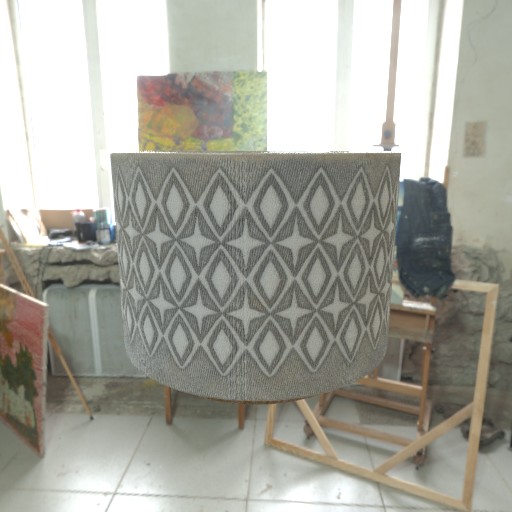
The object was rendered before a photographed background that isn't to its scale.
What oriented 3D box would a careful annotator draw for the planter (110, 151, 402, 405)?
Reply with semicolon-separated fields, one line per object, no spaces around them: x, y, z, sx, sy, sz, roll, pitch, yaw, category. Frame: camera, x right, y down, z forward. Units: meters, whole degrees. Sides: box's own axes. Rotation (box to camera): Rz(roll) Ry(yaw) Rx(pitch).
0.000;0.000;0.277;0.164;0.127;0.164;0;14;0;planter
